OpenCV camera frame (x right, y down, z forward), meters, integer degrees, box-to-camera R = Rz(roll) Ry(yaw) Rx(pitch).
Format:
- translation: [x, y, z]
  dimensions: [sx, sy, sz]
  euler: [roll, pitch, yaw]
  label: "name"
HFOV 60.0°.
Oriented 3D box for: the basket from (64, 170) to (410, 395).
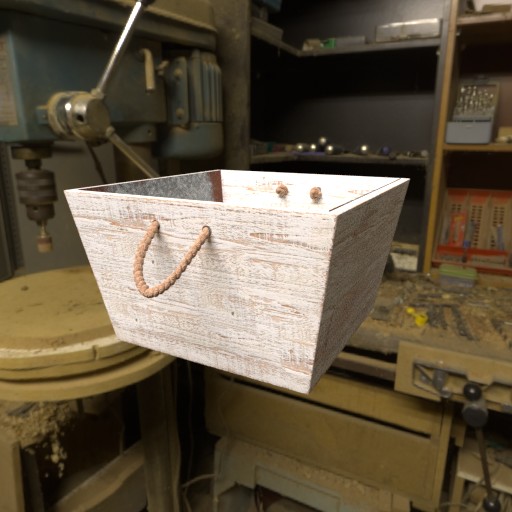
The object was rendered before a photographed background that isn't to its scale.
- translation: [0.000, 0.000, 0.757]
  dimensions: [0.413, 0.247, 0.545]
  euler: [8, 18, 27]
  label: "basket"
